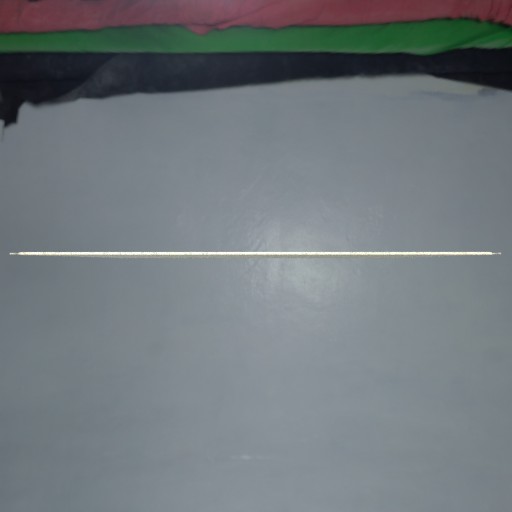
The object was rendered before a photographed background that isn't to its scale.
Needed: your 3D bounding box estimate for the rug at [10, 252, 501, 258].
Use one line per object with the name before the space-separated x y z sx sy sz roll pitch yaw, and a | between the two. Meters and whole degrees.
rug | 0.000 0.000 2.764 2.233 0.011 1.514 0 -1 1
